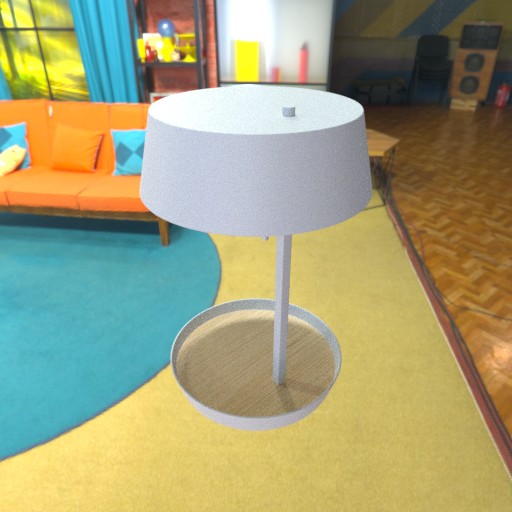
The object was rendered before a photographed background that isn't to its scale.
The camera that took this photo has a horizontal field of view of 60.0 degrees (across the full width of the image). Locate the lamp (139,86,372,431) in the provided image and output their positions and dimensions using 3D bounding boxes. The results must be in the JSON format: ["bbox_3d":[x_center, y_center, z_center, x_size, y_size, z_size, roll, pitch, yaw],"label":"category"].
[{"bbox_3d":[0.000,0.000,0.623,0.291,0.429,0.291,0,31,0],"label":"lamp"}]
